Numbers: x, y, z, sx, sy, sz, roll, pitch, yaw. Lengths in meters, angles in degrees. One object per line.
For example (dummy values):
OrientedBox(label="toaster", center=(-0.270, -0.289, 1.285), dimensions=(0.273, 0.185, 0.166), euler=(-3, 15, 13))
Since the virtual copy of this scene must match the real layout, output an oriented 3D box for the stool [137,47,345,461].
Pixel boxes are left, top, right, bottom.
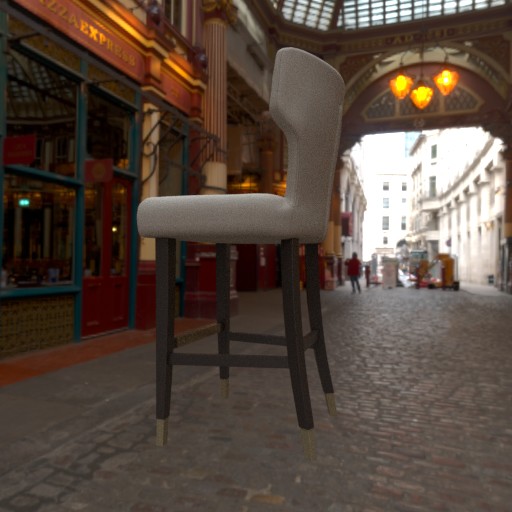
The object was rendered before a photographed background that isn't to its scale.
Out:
OrientedBox(label="stool", center=(0.000, 0.000, 1.429), dimensions=(0.563, 1.092, 0.526), euler=(0, -1, 19))
